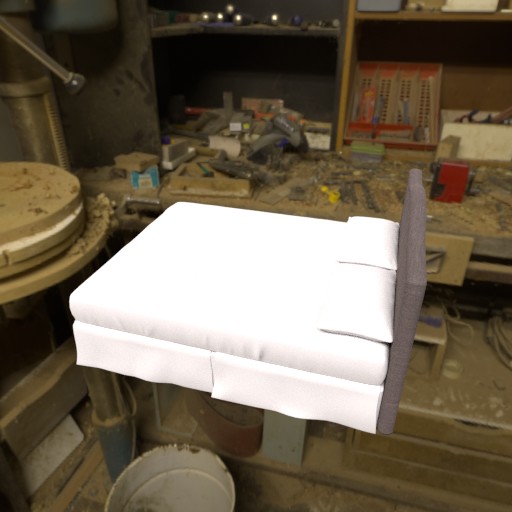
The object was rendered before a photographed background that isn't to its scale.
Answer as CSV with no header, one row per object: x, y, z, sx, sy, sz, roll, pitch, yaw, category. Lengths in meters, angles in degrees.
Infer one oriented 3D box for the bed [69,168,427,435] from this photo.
0.000,0.000,4.042,2.689,1.457,2.161,9,31,15,bed
